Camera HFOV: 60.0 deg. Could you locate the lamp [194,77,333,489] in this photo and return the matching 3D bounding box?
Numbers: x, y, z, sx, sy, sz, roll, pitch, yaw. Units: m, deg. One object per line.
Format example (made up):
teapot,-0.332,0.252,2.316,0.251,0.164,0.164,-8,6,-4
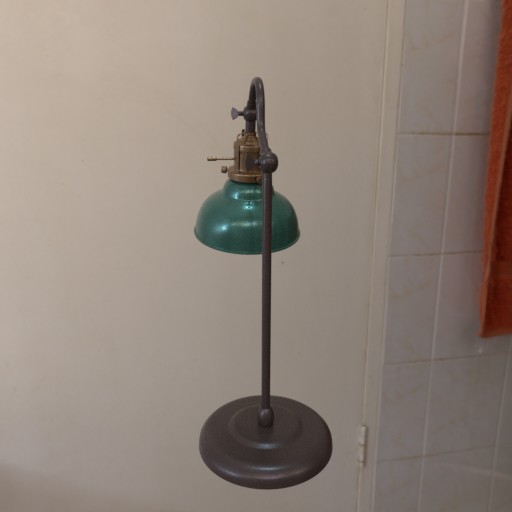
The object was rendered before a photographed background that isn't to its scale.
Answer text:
lamp,0.000,0.000,0.672,0.192,0.508,0.374,-2,13,-9
